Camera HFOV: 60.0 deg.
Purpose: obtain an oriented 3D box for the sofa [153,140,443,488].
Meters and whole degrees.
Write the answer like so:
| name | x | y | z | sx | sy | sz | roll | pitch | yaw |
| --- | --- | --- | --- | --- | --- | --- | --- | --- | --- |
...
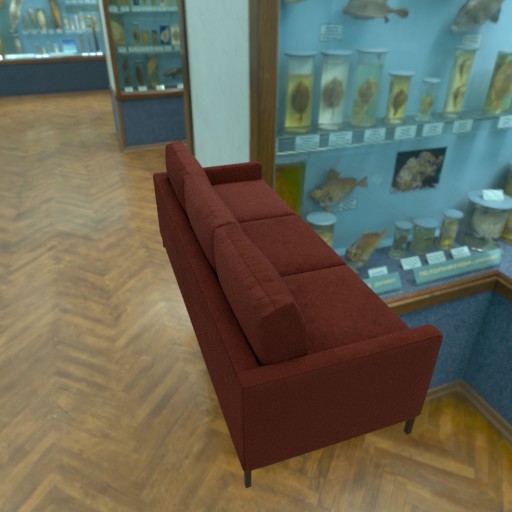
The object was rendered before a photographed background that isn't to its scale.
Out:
| name | x | y | z | sx | sy | sz | roll | pitch | yaw |
| --- | --- | --- | --- | --- | --- | --- | --- | --- | --- |
| sofa | 0.000 | 0.000 | 2.638 | 0.875 | 0.879 | 2.252 | -10 | 32 | -16 |
